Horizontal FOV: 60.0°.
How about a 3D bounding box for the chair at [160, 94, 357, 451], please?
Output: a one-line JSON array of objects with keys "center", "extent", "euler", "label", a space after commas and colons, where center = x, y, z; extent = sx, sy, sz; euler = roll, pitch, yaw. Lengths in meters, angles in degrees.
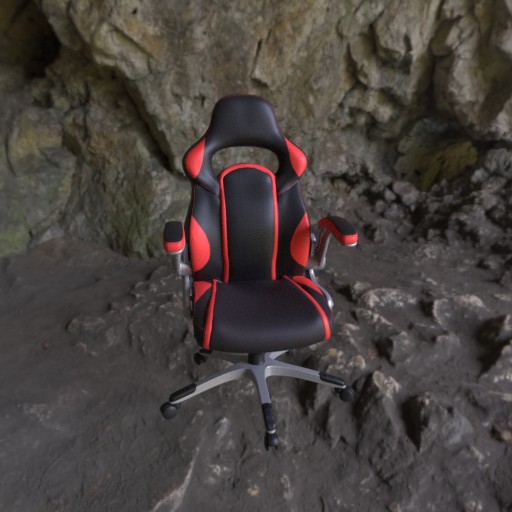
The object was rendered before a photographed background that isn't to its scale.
[{"center": [0.000, 0.000, 1.641], "extent": [0.758, 1.165, 0.712], "euler": [-3, 17, -9], "label": "chair"}]
